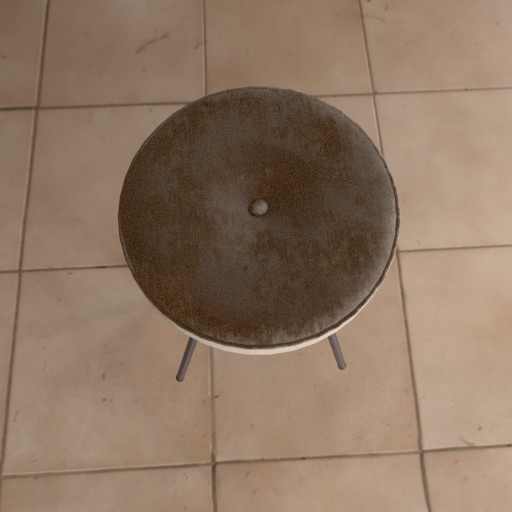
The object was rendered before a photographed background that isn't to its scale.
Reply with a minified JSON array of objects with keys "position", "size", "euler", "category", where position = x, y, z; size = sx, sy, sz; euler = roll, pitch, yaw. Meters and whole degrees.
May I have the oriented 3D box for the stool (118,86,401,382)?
[{"position":[0.000,0.000,0.883],"size":[0.423,0.538,0.457],"euler":[-4,74,-1],"category":"stool"}]
